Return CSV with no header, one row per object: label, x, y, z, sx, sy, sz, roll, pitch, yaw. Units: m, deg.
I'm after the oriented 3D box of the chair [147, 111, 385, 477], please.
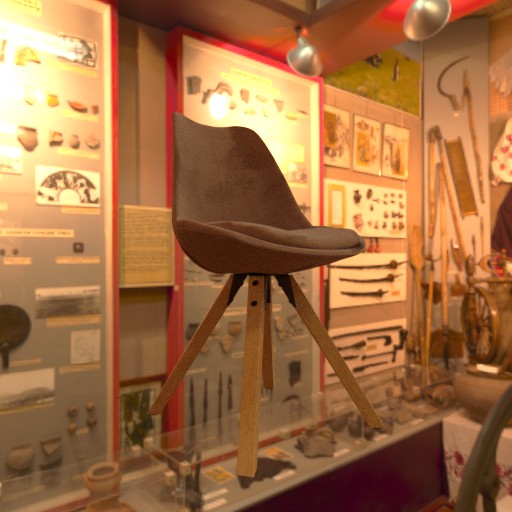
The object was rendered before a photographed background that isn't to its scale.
chair,0.000,0.000,1.175,0.485,0.850,0.550,0,-1,-37
